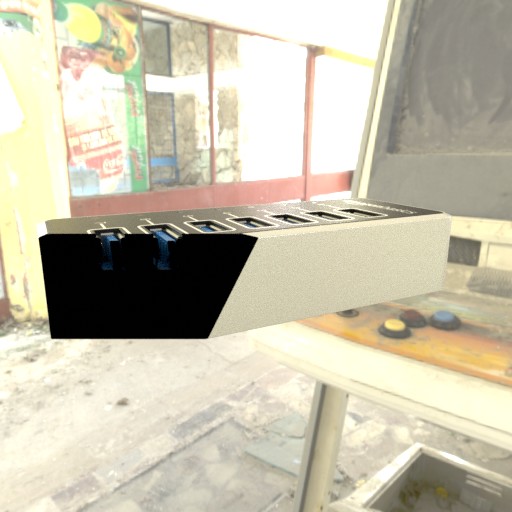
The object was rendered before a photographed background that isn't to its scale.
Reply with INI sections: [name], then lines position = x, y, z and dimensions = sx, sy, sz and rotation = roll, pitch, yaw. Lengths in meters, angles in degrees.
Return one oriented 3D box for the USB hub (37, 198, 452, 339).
[USB hub]
position = 0.000, 0.000, 0.126
dimensions = 0.110, 0.023, 0.044
rotation = -7, 16, -26
